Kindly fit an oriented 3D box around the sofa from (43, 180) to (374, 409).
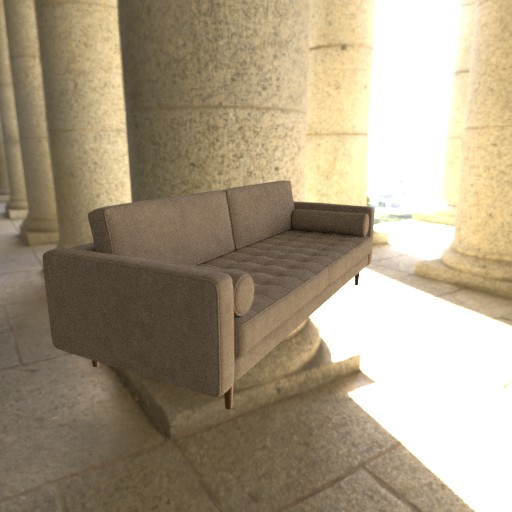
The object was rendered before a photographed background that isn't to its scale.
[{"bbox_3d":[0.000,0.000,2.647,0.919,0.770,2.200,7,15,27],"label":"sofa"}]
